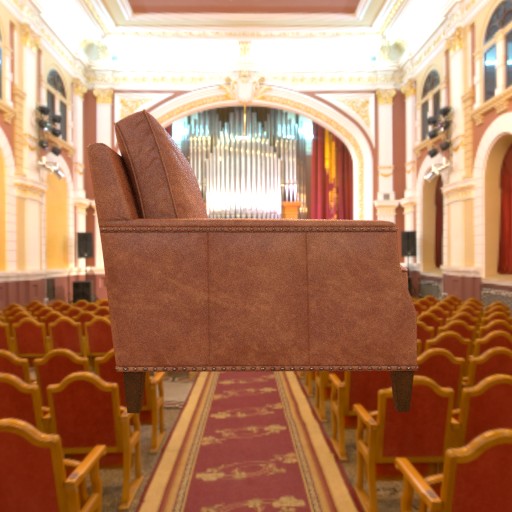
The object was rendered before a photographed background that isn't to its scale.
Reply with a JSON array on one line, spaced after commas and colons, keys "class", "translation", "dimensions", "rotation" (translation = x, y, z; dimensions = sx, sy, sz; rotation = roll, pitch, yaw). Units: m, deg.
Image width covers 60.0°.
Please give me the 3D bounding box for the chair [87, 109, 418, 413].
[{"class": "chair", "translation": [0.000, 0.000, 1.731], "dimensions": [1.014, 0.943, 0.853], "rotation": [0, 0, -1]}]
